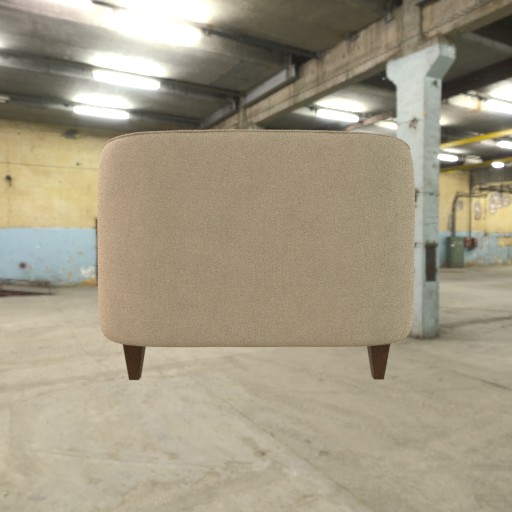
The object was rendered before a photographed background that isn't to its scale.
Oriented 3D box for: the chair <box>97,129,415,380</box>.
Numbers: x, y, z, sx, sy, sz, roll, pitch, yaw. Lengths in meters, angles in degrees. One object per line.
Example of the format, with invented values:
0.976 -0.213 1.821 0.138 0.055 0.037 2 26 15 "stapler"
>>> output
0.000 0.000 1.780 1.118 0.787 0.914 0 1 -1 "chair"
